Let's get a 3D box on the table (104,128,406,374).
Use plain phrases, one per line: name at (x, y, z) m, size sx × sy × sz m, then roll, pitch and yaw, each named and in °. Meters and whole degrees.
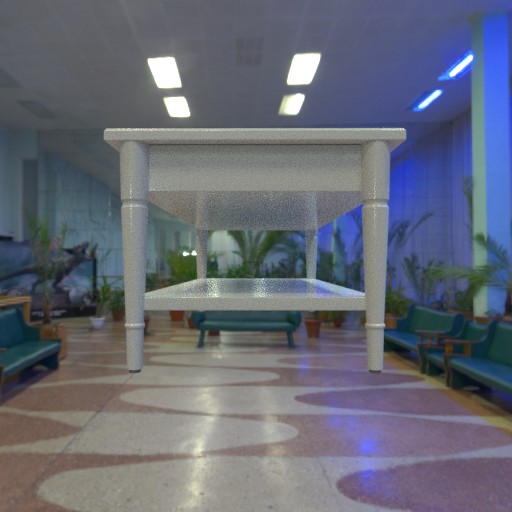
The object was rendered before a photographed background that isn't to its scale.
table at (0.000, 0.000, 1.349) m, size 0.559 × 0.457 × 1.067 m, roll 0°, pitch -1°, yaw 0°
